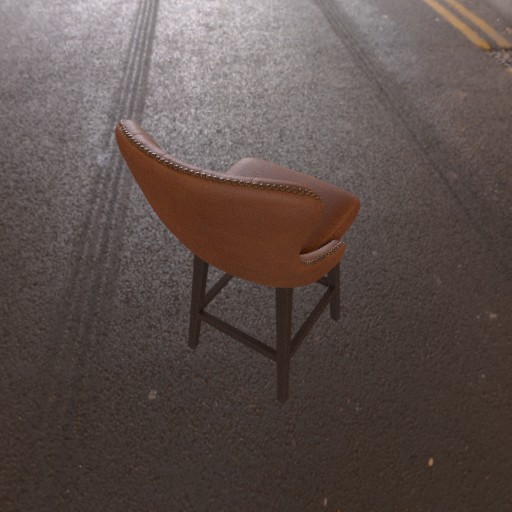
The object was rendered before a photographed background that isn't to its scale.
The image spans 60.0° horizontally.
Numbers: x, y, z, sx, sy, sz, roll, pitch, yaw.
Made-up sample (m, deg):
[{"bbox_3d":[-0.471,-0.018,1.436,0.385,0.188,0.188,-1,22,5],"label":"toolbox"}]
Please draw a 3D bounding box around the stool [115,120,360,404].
[{"bbox_3d":[0.000,0.000,1.350,0.528,0.971,0.593,25,51,22],"label":"stool"}]
